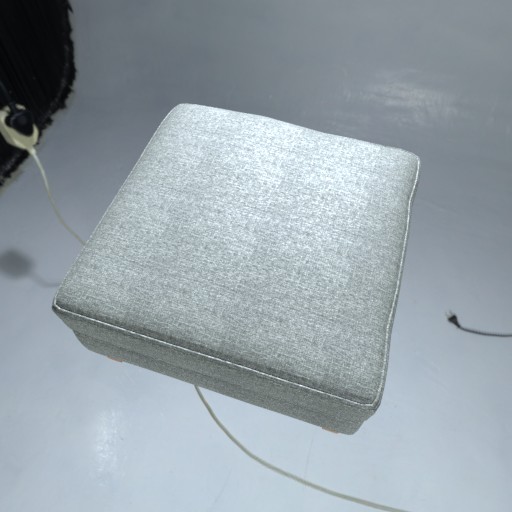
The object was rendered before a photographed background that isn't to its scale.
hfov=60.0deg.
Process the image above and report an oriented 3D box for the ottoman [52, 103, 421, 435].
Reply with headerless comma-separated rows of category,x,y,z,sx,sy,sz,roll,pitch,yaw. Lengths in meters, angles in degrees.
ottoman,0.000,0.000,1.386,0.838,0.481,0.838,15,59,9
